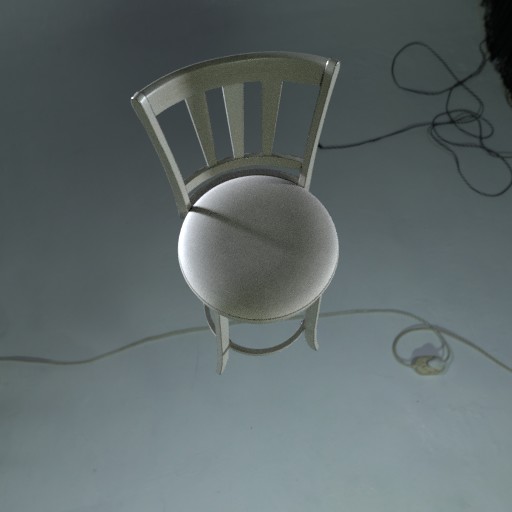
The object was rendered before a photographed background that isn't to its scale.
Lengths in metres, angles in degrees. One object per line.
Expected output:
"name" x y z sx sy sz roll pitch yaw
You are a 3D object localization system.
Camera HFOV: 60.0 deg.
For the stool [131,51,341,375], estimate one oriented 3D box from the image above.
"stool" 0.000 0.000 1.291 0.436 1.042 0.475 -13 65 -6
